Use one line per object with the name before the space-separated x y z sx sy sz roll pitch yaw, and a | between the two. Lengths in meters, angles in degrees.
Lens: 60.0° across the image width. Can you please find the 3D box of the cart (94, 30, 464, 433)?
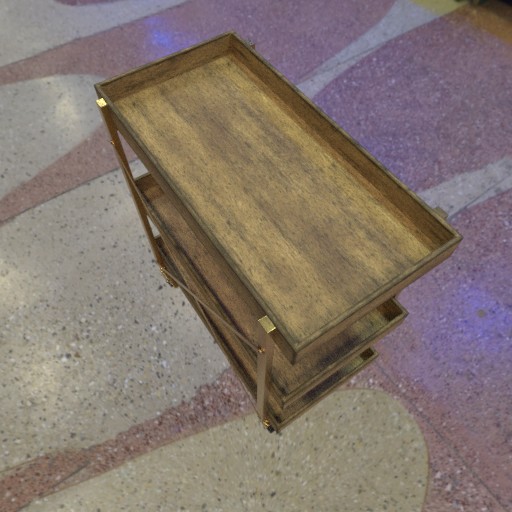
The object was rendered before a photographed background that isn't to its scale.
cart | 0.000 0.000 1.224 0.416 0.799 0.750 -30 63 -17
